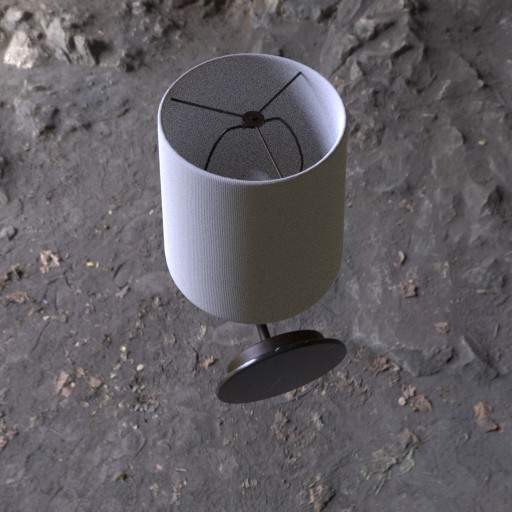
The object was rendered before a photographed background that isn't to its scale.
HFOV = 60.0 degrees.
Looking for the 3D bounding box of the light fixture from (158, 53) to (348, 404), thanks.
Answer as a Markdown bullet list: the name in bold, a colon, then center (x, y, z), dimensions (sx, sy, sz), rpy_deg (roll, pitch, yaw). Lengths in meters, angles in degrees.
- **light fixture**: center (0.000, 0.000, 0.433), dimensions (0.168, 0.337, 0.188), rpy_deg (-15, 59, -10)
